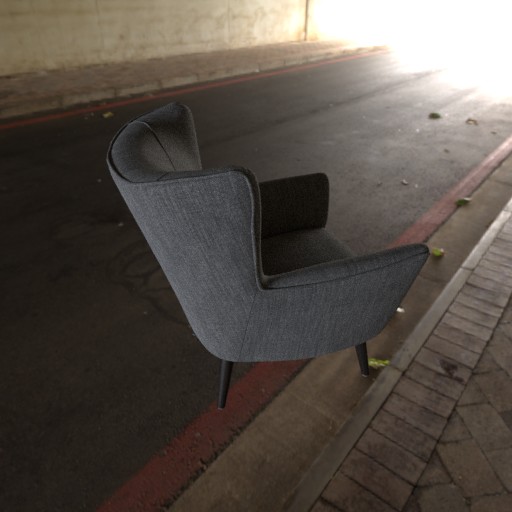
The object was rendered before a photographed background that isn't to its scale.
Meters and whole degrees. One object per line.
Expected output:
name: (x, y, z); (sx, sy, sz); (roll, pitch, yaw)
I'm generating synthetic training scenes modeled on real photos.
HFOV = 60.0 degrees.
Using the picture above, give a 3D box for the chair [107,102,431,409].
chair: (0.000, 0.000, 1.572); (0.888, 0.933, 0.781); (-10, 32, -17)
